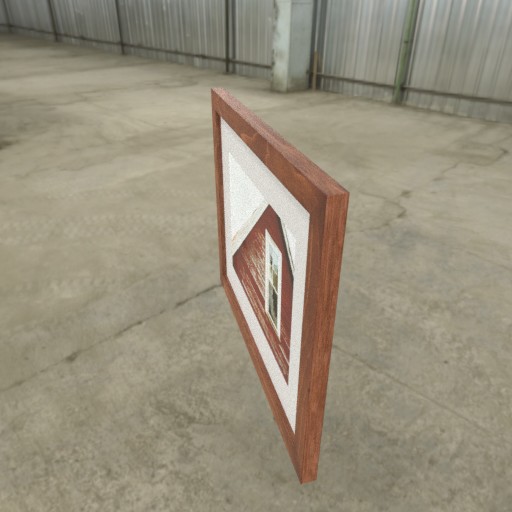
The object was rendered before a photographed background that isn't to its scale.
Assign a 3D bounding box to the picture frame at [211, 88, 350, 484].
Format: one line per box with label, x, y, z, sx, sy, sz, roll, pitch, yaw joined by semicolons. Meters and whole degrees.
picture frame;0.000;0.000;0.768;0.025;0.457;0.559;-8;32;-14
